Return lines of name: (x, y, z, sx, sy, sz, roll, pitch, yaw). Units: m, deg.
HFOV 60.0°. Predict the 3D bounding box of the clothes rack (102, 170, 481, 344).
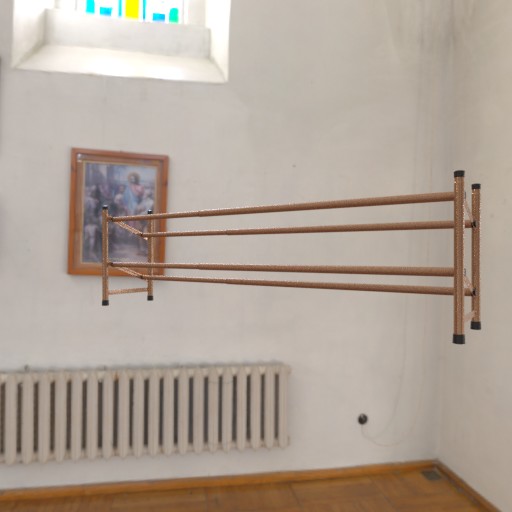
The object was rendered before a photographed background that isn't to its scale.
clothes rack: (0.000, 0.000, 1.307, 1.168, 0.349, 0.229, 0, 0, 35)
